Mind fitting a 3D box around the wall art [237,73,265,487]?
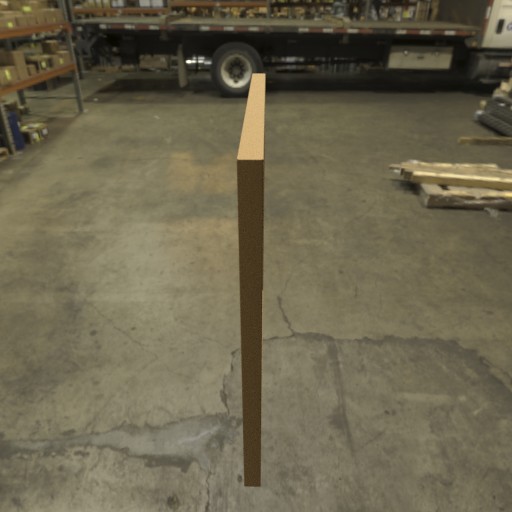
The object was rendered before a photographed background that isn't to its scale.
[{"bbox_3d":[0.000,0.000,1.134,0.037,0.761,0.761,1,31,1],"label":"wall art"}]
